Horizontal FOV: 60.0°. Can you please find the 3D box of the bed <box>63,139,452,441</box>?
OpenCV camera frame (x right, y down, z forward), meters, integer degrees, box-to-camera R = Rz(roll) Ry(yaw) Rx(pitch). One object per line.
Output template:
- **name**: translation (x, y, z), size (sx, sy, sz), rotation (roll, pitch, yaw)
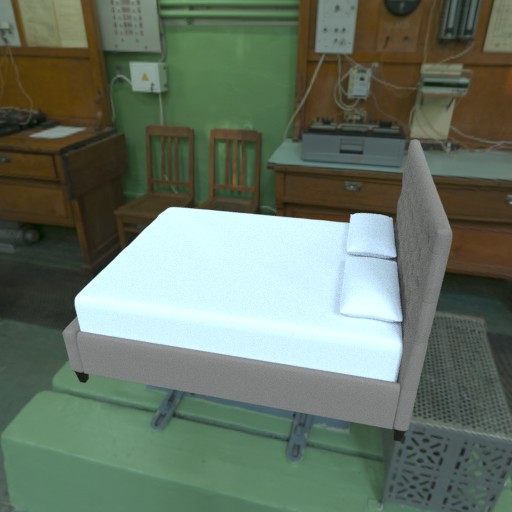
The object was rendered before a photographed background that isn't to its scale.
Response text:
- **bed**: translation (0.000, 0.000, 3.254), size (2.233, 1.426, 1.696), rotation (6, 29, 11)
